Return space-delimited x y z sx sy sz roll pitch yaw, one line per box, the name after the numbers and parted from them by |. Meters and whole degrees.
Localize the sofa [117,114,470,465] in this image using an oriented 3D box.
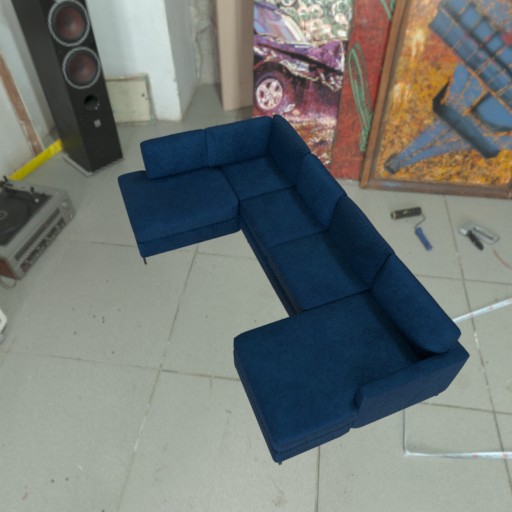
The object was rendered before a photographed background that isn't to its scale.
0.000 0.000 4.234 2.055 0.992 3.434 -16 50 -14 | sofa
